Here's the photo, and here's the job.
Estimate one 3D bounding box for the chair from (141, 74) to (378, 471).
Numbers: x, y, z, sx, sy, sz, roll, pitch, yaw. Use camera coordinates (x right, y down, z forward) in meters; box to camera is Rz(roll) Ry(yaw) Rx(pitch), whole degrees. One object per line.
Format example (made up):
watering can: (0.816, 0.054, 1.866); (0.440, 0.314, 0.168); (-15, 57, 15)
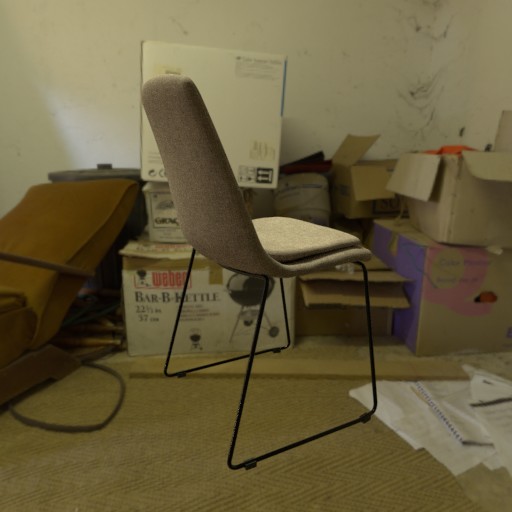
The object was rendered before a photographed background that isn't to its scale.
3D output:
chair: (0.000, 0.000, 1.173); (0.518, 0.858, 0.479); (-8, 17, -28)
